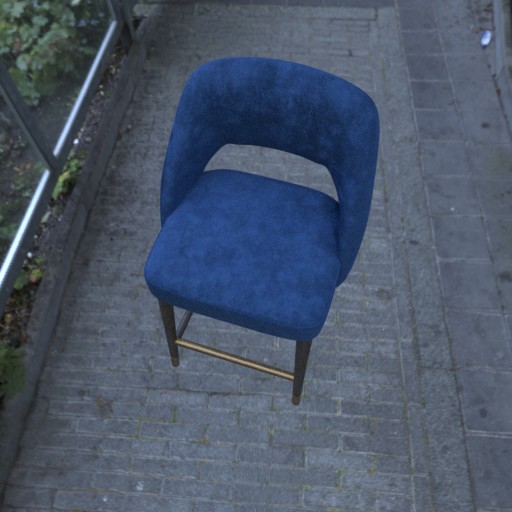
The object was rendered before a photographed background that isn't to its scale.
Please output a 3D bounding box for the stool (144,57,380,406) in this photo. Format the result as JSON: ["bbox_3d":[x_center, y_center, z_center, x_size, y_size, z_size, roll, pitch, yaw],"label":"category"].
[{"bbox_3d":[0.000,0.000,1.273,0.536,0.925,0.524,15,60,9],"label":"stool"}]
